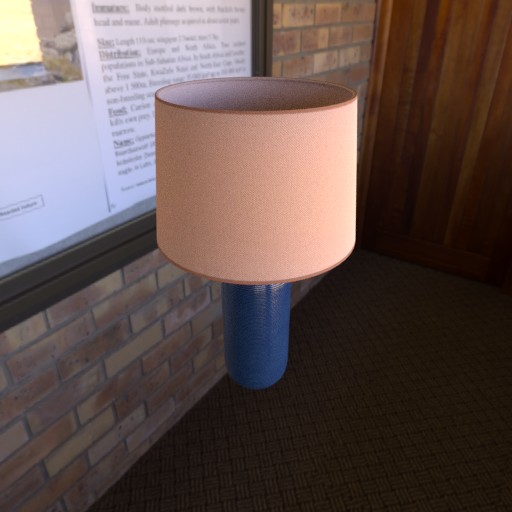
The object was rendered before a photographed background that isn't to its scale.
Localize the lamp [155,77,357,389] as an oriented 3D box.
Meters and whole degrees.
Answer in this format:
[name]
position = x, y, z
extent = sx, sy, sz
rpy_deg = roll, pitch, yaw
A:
[lamp]
position = 0.000, 0.000, 0.861
extent = 0.367, 0.609, 0.367
rpy_deg = 0, 29, 0
